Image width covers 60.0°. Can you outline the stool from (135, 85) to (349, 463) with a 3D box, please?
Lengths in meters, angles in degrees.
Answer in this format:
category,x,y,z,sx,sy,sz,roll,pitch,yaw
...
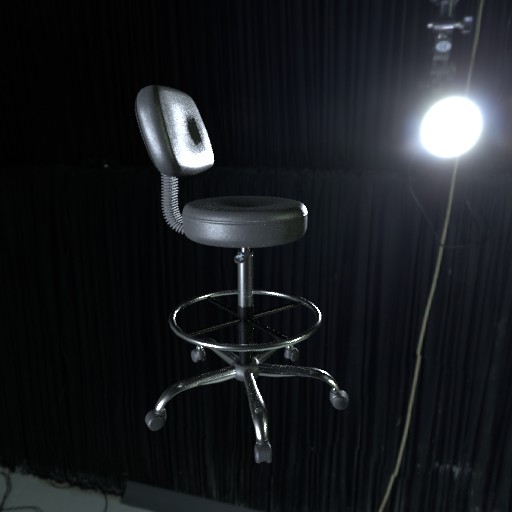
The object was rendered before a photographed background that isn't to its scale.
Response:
category,x,y,z,sx,sy,sz,roll,pitch,yaw
stool,0.000,0.000,1.477,0.658,1.069,0.694,3,15,10
